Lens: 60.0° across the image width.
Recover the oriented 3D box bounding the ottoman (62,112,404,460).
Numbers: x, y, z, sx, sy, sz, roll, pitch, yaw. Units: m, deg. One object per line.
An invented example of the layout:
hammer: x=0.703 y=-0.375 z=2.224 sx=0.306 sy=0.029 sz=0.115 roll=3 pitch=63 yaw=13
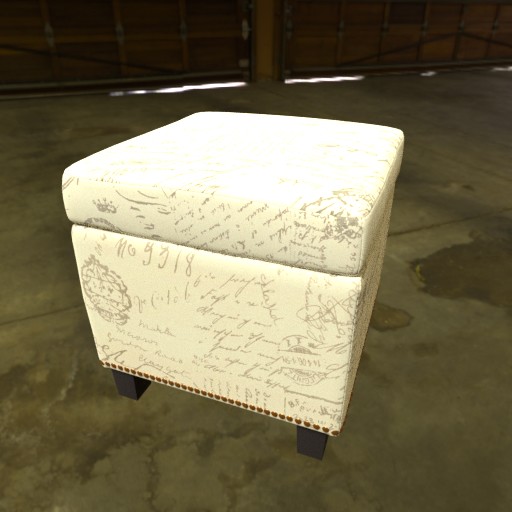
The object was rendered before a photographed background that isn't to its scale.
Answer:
ottoman: x=0.000 y=0.000 z=0.834 sx=0.449 sy=0.457 sz=0.450 roll=11 pitch=31 yaw=18
